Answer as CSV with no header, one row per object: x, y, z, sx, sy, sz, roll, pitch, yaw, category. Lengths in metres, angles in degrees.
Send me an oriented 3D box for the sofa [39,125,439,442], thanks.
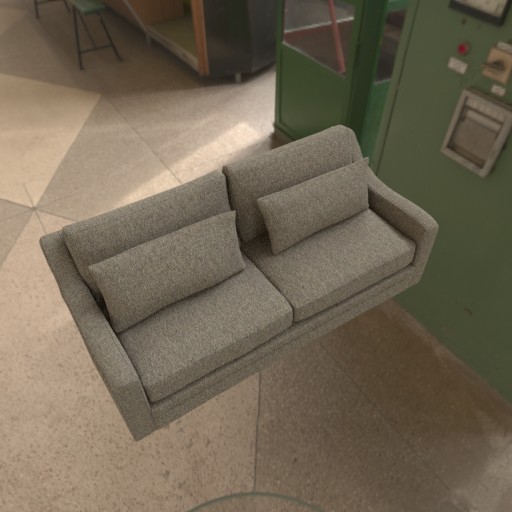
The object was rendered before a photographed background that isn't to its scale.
0.000,0.000,3.012,2.418,0.998,1.103,-24,51,-22,sofa
